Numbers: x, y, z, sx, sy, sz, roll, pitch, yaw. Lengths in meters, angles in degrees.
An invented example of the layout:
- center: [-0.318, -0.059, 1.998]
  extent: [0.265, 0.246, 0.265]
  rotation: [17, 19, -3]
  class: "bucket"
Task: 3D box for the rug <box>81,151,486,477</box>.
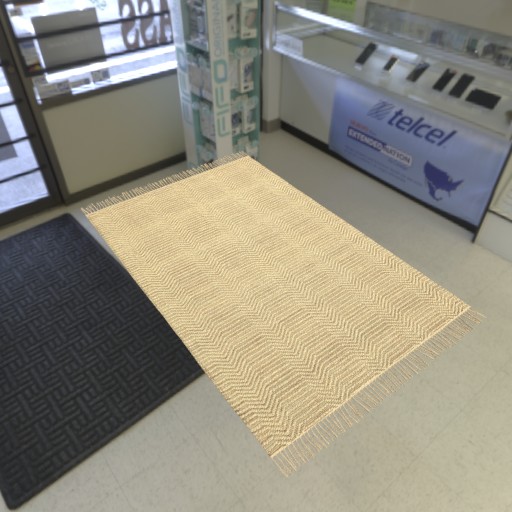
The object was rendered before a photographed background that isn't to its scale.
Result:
- center: [0.000, 0.000, 3.013]
  extent: [1.528, 0.034, 2.523]
  rotation: [-26, 48, -26]
  class: "rug"
